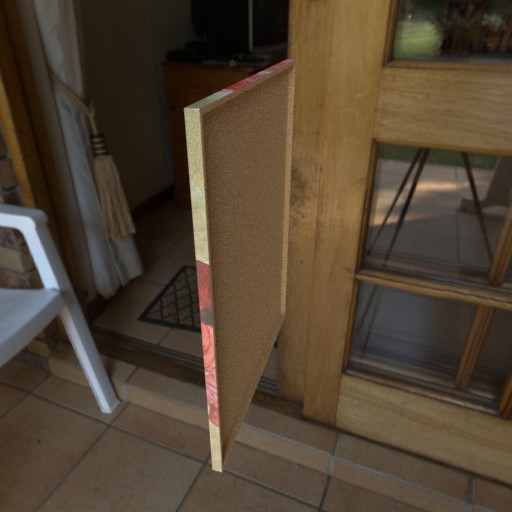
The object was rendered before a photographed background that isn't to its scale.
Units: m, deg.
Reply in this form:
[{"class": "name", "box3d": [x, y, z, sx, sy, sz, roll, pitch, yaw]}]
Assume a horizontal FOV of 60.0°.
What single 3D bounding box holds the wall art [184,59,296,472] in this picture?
[{"class": "wall art", "box3d": [0.000, 0.000, 1.340, 0.031, 1.015, 0.762, 9, 31, 15]}]
